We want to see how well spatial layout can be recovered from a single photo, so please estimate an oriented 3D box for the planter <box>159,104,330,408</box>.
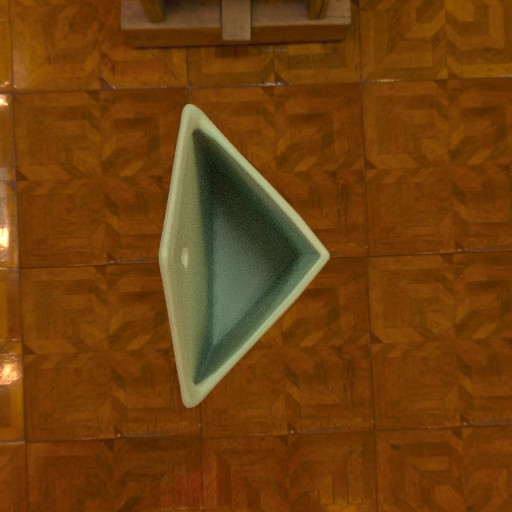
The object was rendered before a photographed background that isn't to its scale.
[{"bbox_3d":[0.000,0.000,0.273,0.079,0.197,0.164,0,90,0],"label":"planter"}]
